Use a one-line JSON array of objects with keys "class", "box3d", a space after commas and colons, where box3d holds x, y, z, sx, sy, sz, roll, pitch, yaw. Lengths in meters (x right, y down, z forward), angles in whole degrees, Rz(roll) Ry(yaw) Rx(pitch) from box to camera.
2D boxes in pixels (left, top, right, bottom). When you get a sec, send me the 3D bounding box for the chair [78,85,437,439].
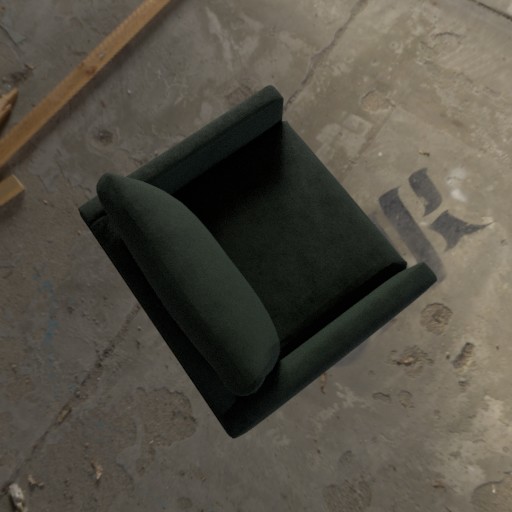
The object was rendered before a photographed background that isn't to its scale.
[{"class": "chair", "box3d": [0.000, 0.000, 1.684, 0.866, 0.861, 0.963, -35, 78, -9]}]
